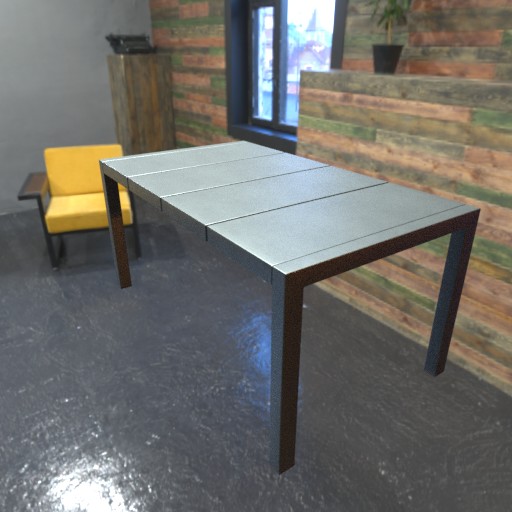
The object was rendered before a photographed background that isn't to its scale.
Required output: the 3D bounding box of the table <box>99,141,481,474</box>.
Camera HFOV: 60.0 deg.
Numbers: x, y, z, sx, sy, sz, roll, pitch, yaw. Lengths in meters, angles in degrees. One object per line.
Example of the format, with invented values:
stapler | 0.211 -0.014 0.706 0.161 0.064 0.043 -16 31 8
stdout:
table | 0.000 0.000 1.302 0.559 0.460 0.965 -17 30 -31
